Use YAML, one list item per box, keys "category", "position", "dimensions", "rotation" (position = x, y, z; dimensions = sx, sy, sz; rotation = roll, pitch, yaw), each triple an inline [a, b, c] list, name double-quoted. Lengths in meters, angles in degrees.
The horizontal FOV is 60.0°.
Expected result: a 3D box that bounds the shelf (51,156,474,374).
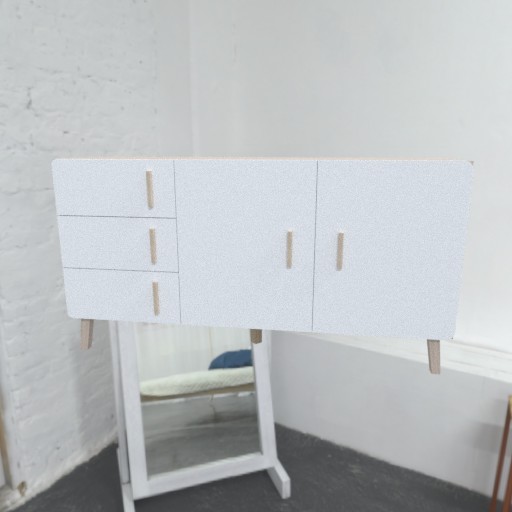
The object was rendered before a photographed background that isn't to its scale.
- category: "shelf"
  position: [0.000, 0.000, 1.814]
  dimensions: [1.490, 0.780, 0.400]
  rotation: [2, 14, 8]
